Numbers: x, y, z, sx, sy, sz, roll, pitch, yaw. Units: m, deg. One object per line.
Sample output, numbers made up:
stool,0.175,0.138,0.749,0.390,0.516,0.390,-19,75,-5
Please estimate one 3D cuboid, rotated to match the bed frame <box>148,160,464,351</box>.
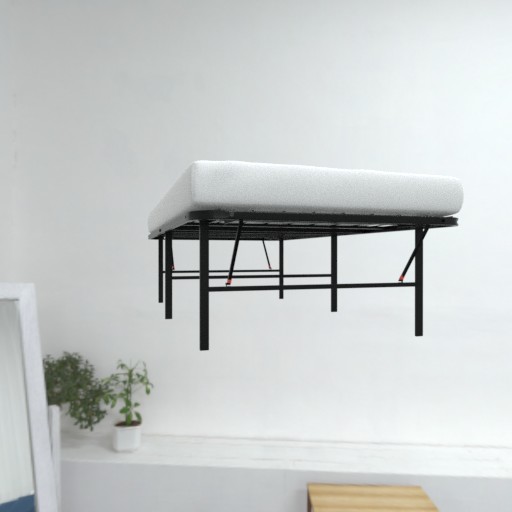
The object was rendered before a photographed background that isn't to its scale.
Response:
bed frame,0.000,0.000,2.315,0.989,0.619,1.903,0,0,-17
